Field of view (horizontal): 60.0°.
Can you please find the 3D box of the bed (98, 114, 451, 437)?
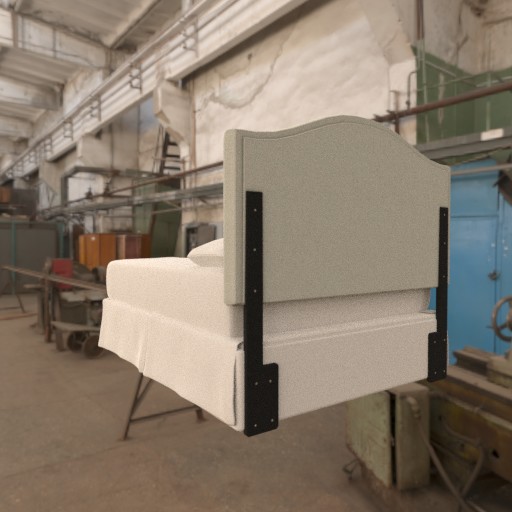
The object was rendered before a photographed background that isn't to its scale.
[{"bbox_3d":[0.000,0.000,3.377,1.813,1.607,2.180,-1,2,-35],"label":"bed"}]
